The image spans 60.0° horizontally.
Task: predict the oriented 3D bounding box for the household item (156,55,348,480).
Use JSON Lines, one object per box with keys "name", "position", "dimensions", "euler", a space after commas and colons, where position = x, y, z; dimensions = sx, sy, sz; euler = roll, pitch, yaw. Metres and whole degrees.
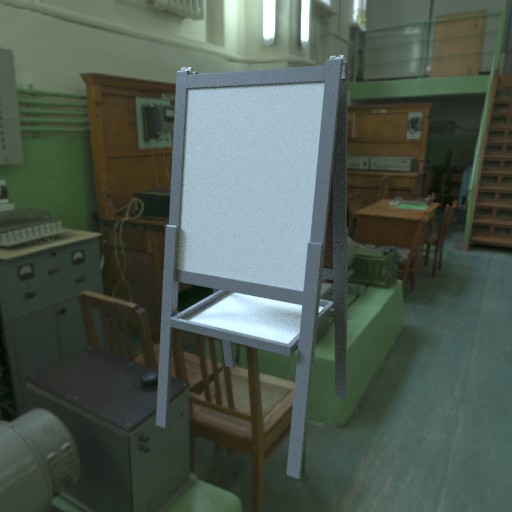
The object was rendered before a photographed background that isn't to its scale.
{"name": "household item", "position": [0.000, 0.000, 1.449], "dimensions": [0.531, 1.172, 0.469], "euler": [8, 18, 27]}
